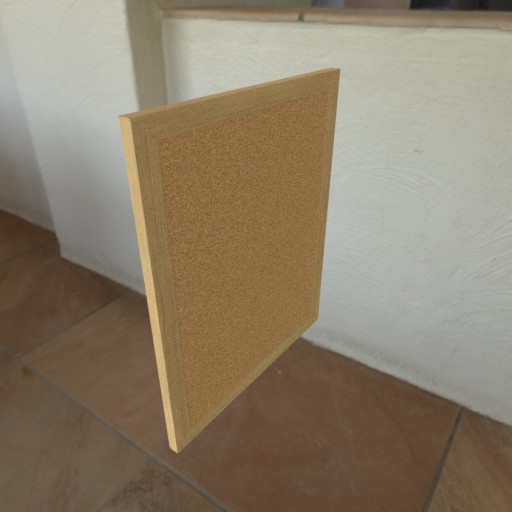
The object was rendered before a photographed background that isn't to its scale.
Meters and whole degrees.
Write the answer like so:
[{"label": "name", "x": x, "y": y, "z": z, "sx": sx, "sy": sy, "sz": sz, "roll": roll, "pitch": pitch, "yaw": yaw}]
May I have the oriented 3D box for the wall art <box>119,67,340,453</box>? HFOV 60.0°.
[{"label": "wall art", "x": 0.000, "y": 0.000, "z": 0.774, "sx": 0.020, "sy": 0.561, "sz": 0.460, "roll": 22, "pitch": 37, "yaw": 32}]
